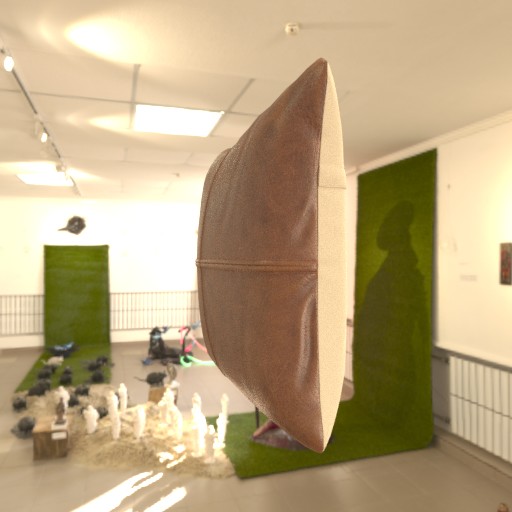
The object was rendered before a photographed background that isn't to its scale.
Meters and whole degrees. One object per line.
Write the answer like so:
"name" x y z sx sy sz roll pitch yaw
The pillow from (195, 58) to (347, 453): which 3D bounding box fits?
"pillow" 0.000 0.000 0.739 0.192 0.470 0.484 0 0 -18
